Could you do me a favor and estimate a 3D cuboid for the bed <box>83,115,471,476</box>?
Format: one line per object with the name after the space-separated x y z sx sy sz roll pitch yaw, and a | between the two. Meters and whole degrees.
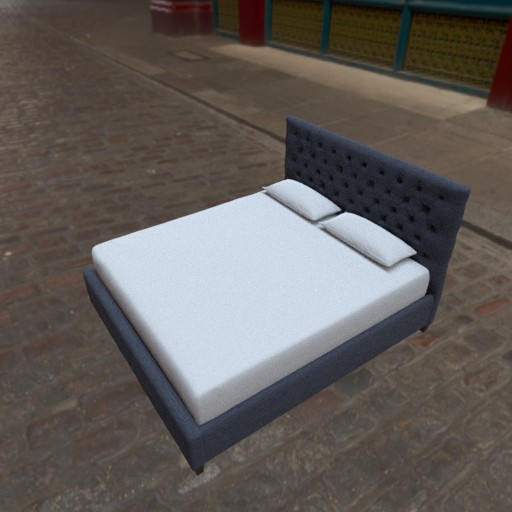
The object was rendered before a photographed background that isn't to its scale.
0.000 0.000 3.686 2.387 1.427 2.078 -22 40 -28 | bed
